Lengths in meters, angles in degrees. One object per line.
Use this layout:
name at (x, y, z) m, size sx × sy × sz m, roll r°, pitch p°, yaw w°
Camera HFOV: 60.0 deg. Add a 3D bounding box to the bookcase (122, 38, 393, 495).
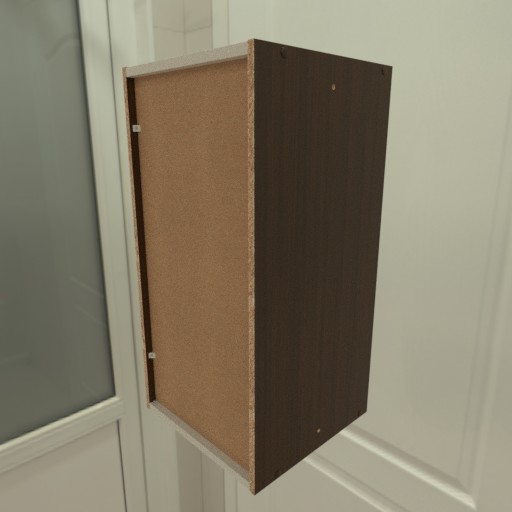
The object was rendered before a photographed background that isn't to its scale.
bookcase at (0.000, 0.000, 0.758) m, size 0.290 × 0.600 × 0.300 m, roll -14°, pitch 21°, yaw -42°
